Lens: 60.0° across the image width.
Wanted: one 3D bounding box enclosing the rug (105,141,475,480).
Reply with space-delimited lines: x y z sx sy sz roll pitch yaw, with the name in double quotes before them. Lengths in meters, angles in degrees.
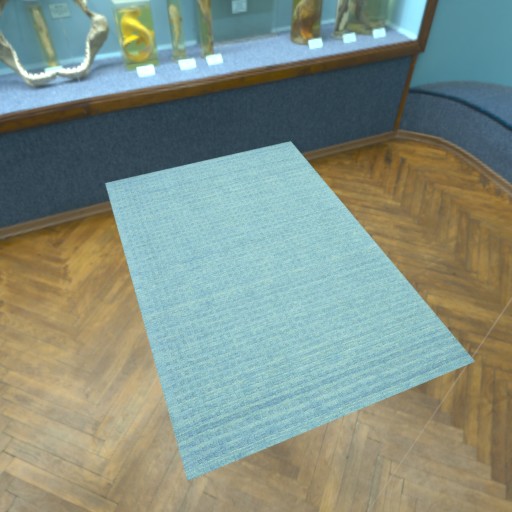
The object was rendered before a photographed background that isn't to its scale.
"rug" 0.000 0.000 3.628 1.982 0.006 2.895 -16 49 -15
